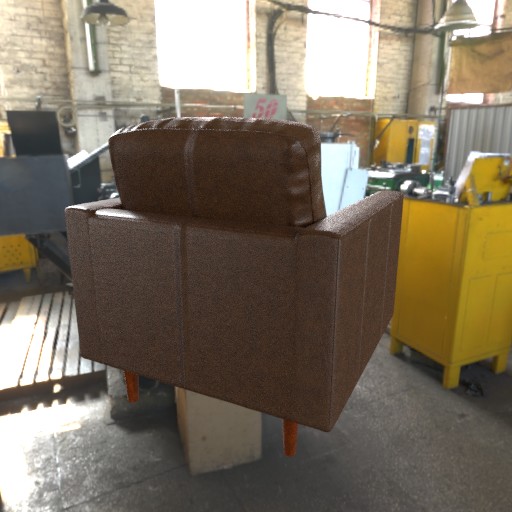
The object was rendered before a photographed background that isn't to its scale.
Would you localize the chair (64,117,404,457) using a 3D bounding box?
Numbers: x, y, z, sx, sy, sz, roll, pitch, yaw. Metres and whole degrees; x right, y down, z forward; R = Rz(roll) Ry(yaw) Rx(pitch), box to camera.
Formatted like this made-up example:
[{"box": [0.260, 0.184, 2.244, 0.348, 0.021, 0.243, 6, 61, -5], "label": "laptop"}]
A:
[{"box": [0.000, 0.000, 1.630, 0.890, 0.956, 0.909, 8, 17, 26], "label": "chair"}]
